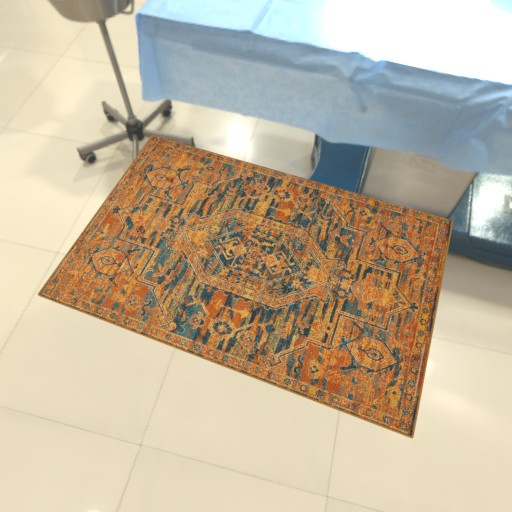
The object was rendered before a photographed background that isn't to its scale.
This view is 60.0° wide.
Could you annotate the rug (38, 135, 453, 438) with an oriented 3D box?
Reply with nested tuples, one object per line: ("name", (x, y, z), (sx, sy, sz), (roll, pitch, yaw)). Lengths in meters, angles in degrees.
("rug", (0.000, 0.000, 1.073), (0.863, 0.008, 0.557), (18, 60, 11))
